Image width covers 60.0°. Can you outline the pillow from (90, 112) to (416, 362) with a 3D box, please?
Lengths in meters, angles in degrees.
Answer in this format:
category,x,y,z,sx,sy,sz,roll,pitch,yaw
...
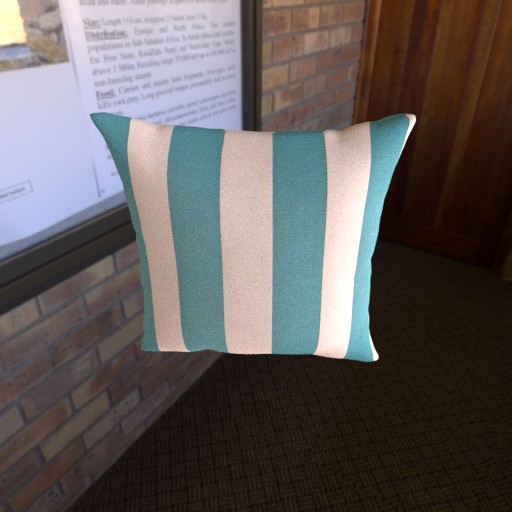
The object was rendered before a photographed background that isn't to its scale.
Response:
category,x,y,z,sx,sy,sz,roll,pitch,yaw
pillow,0.000,0.000,0.837,0.536,0.526,0.189,1,32,1
